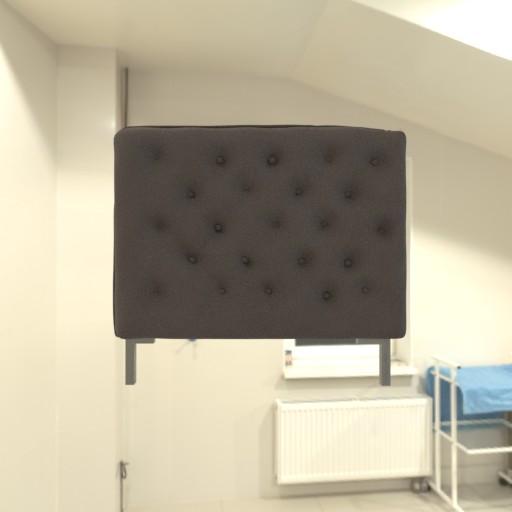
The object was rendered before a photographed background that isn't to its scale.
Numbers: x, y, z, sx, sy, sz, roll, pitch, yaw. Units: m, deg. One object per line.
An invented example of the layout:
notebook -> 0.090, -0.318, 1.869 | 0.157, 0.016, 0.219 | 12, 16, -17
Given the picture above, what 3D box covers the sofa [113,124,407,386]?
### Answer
sofa -> 0.000, 0.000, 2.088 | 0.909, 0.810, 1.583 | 0, 0, 0
